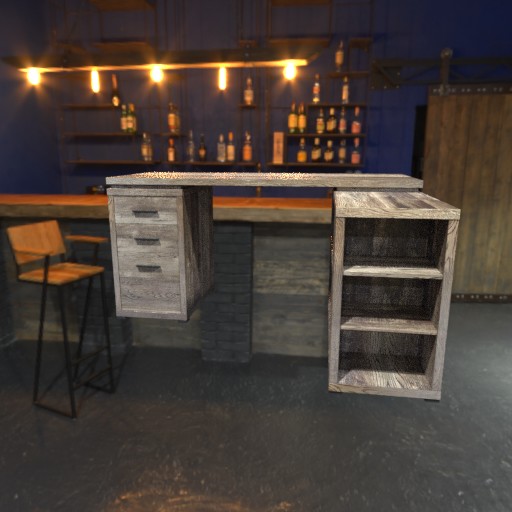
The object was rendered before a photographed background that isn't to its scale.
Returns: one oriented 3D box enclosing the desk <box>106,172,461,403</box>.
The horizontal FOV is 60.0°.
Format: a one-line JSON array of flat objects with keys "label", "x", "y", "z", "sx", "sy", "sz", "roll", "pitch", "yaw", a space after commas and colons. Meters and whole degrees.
[{"label": "desk", "x": 0.000, "y": 0.000, "z": 2.195, "sx": 1.524, "sy": 0.753, "sz": 1.200, "roll": 2, "pitch": 13, "yaw": 9}]
